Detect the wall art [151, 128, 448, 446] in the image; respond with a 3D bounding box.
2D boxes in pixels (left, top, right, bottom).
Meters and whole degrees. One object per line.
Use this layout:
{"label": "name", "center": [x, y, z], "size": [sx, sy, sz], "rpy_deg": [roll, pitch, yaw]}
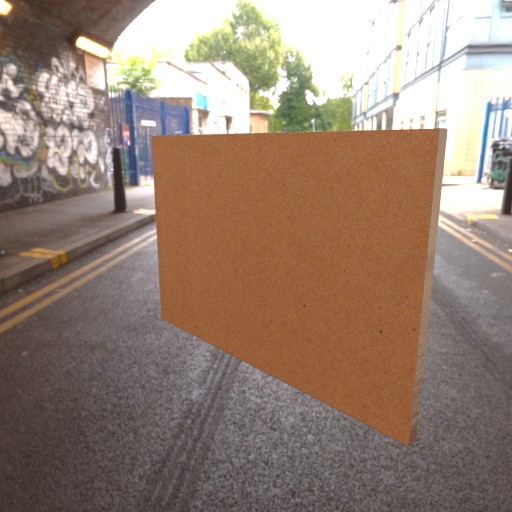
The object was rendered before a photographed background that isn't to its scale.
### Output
{"label": "wall art", "center": [0.000, 0.000, 0.765], "size": [0.021, 0.410, 0.615], "rpy_deg": [-13, 19, -42]}
